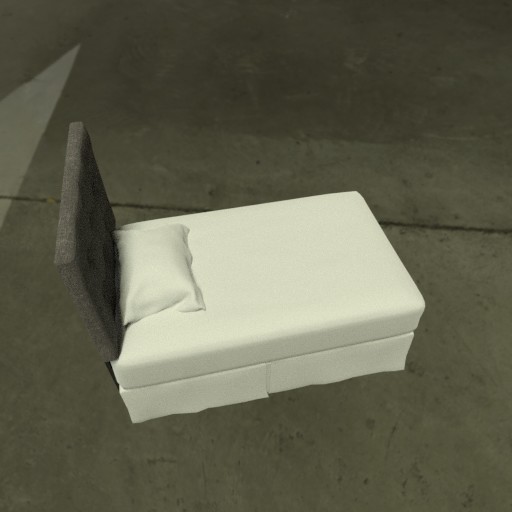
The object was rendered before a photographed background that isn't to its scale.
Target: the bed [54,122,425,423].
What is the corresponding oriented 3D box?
[{"bbox_3d":[0.000,0.000,2.913,1.997,1.571,1.261,-9,48,-9],"label":"bed"}]
